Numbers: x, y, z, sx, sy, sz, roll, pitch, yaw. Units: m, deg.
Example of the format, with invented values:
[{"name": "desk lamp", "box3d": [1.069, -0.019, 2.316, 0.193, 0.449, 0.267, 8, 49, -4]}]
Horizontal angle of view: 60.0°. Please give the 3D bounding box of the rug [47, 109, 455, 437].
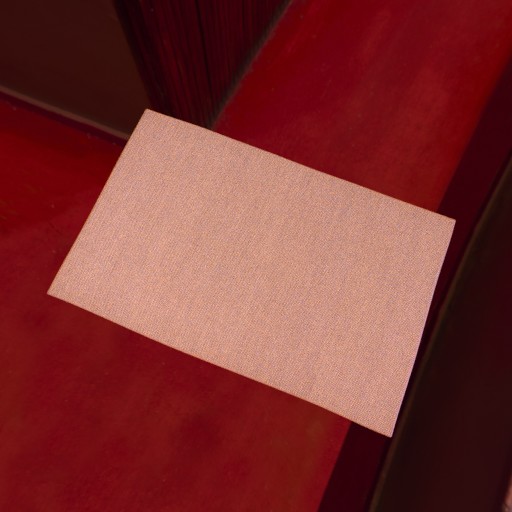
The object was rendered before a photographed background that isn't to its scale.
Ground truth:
[{"name": "rug", "box3d": [0.000, 0.000, 2.114, 1.678, 0.013, 1.078, 21, 75, 6]}]
